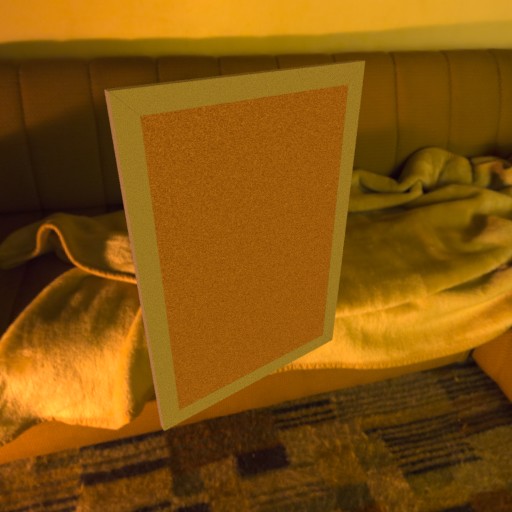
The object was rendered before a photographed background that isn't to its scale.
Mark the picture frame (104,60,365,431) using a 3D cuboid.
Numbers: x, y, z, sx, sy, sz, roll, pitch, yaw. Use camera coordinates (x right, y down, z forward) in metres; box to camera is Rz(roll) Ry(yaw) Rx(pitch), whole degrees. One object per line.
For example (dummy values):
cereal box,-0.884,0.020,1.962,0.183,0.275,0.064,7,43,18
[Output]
picture frame,0.000,0.000,0.593,0.326,0.459,0.011,-20,37,-30
